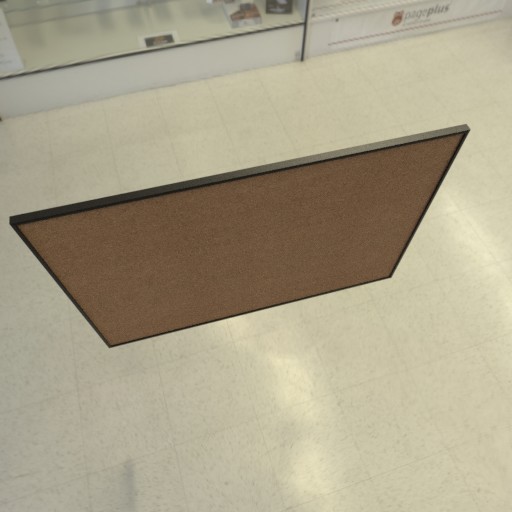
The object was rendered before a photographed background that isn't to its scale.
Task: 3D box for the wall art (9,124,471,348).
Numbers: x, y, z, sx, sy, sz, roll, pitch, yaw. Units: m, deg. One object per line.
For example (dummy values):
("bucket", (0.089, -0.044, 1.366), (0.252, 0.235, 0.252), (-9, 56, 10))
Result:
("wall art", (0.000, 0.000, 1.177), (0.957, 0.660, 0.019), (-13, 59, -8))
